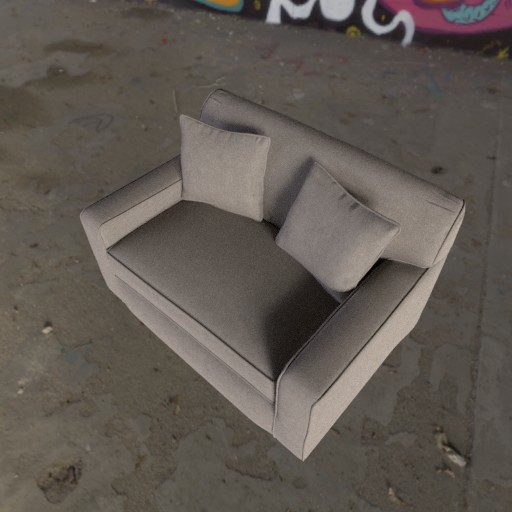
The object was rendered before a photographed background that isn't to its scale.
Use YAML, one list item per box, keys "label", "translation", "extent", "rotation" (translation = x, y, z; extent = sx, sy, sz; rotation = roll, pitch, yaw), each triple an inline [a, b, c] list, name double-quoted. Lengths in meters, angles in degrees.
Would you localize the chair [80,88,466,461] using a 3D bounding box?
- label: "chair"
  translation: [0.000, 0.000, 2.076]
  extent: [1.395, 0.953, 0.992]
  rotation: [34, 56, 27]
